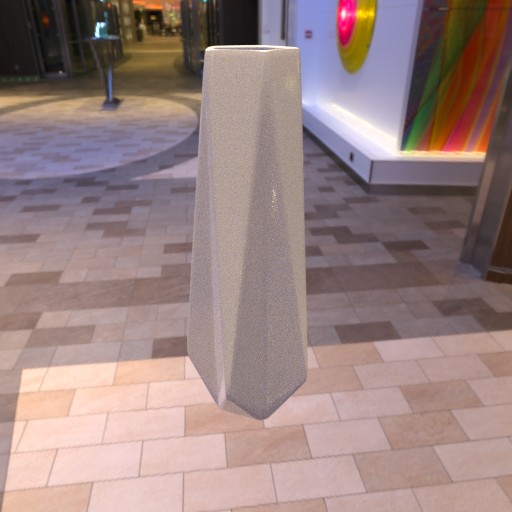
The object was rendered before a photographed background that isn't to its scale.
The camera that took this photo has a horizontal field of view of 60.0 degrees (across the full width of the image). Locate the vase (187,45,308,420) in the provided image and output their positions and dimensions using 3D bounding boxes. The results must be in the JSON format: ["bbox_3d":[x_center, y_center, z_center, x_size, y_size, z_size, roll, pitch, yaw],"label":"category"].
[{"bbox_3d":[0.000,0.000,0.387,0.116,0.329,0.122,19,33,32],"label":"vase"}]
